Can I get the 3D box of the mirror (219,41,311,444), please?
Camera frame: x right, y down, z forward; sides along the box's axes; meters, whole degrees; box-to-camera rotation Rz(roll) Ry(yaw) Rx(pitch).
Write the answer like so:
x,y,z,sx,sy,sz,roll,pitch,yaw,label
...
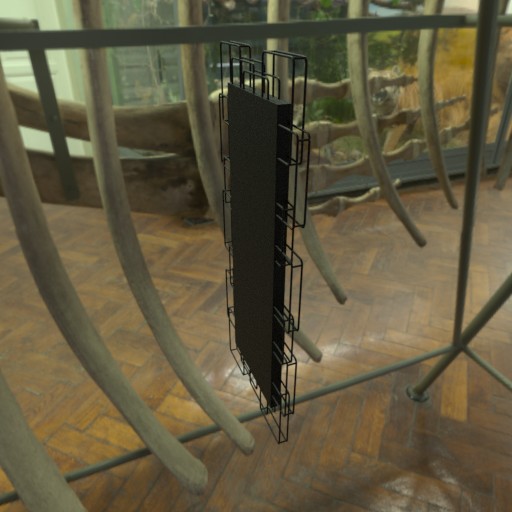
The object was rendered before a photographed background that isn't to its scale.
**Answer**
x,y,z,sx,sy,sz,roll,pitch,yaw,label
0.000,0.000,1.394,0.037,1.192,0.565,-11,31,-19,mirror
